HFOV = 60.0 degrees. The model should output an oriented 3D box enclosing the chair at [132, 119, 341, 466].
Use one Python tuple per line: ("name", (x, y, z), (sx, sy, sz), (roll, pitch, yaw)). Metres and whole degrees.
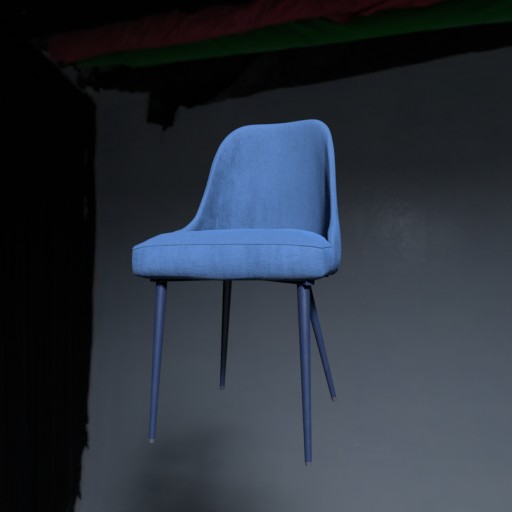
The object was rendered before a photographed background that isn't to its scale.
("chair", (0.000, 0.000, 1.241), (0.478, 0.896, 0.559), (0, 0, 18))
